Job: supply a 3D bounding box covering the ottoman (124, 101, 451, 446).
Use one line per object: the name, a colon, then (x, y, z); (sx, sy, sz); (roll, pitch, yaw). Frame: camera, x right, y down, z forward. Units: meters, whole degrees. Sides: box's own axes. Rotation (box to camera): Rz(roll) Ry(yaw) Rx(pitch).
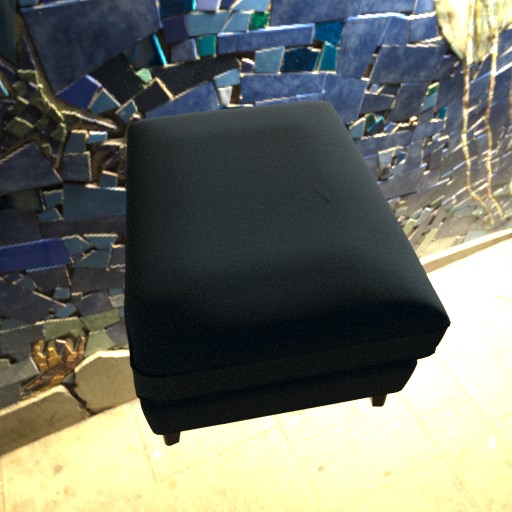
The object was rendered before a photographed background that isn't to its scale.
ottoman: (0.000, 0.000, 1.217); (0.629, 0.503, 0.835); (-8, 49, -7)
